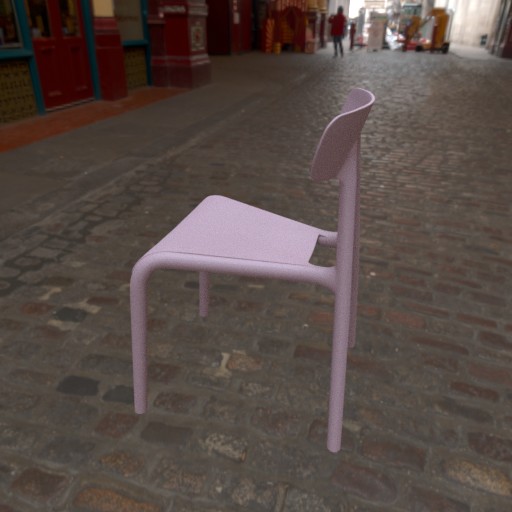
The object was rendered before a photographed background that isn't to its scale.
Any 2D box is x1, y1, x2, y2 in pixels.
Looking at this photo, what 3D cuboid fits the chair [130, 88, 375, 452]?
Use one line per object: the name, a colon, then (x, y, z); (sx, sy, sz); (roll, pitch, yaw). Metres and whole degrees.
chair: (0.000, 0.000, 0.835); (0.401, 0.580, 0.356); (8, 29, 14)
